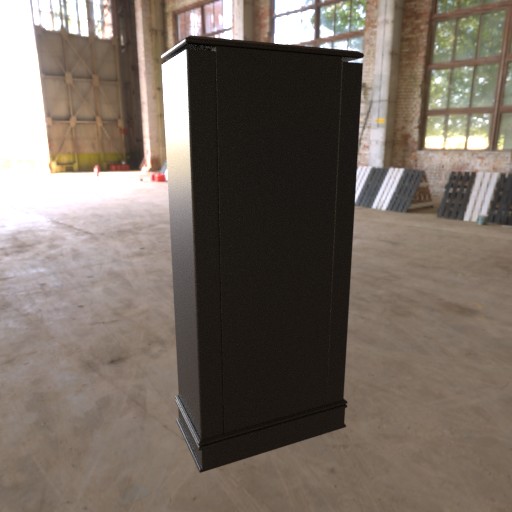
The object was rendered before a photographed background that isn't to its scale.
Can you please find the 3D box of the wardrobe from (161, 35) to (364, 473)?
[{"bbox_3d":[0.000,0.000,1.202,0.444,1.011,0.295,-7,16,-23],"label":"wardrobe"}]
